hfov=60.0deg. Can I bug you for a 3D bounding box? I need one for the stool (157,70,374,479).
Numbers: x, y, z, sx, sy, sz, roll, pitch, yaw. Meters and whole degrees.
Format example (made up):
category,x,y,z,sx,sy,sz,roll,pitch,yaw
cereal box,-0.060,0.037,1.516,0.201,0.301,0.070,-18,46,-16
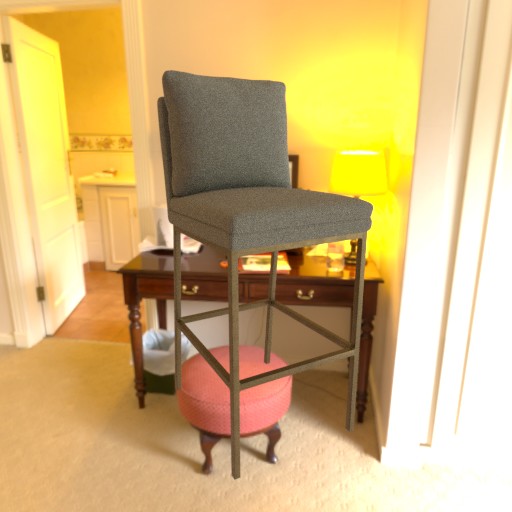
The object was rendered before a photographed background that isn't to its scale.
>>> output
category,x,y,z,sx,sy,sz,roll,pitch,yaw
stool,0.000,0.000,1.438,0.463,1.132,0.569,-9,18,-28
